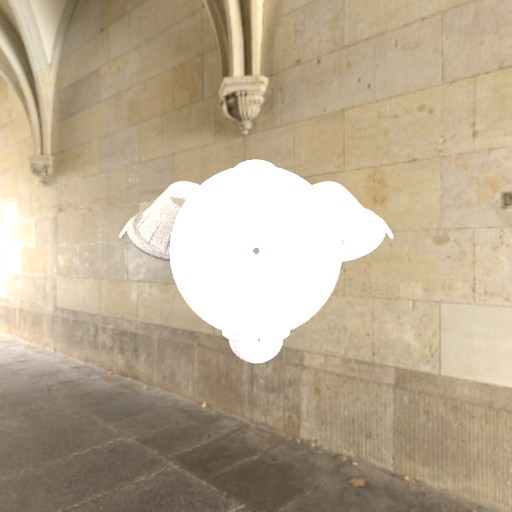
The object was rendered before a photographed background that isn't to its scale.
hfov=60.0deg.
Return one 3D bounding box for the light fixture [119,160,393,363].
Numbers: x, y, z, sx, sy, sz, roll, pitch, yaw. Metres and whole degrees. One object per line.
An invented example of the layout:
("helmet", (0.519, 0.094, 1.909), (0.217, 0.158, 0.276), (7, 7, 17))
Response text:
("light fixture", (0.000, 0.000, 0.552), (0.369, 0.237, 0.278), (0, 0, 0))
